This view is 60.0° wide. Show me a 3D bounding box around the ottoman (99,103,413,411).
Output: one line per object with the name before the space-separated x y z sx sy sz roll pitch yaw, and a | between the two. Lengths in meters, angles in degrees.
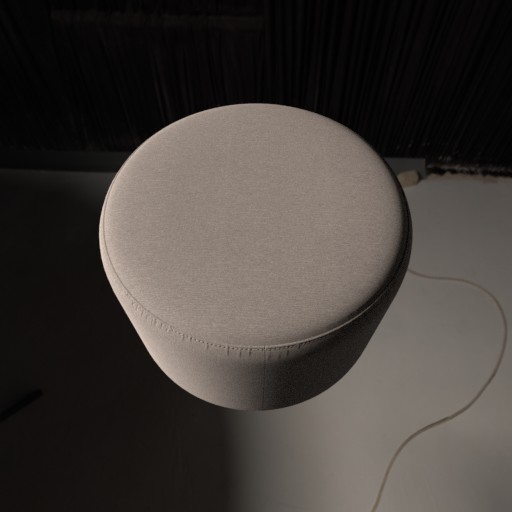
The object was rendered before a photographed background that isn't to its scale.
ottoman | 0.000 0.000 1.003 0.608 0.433 0.608 0 58 0
